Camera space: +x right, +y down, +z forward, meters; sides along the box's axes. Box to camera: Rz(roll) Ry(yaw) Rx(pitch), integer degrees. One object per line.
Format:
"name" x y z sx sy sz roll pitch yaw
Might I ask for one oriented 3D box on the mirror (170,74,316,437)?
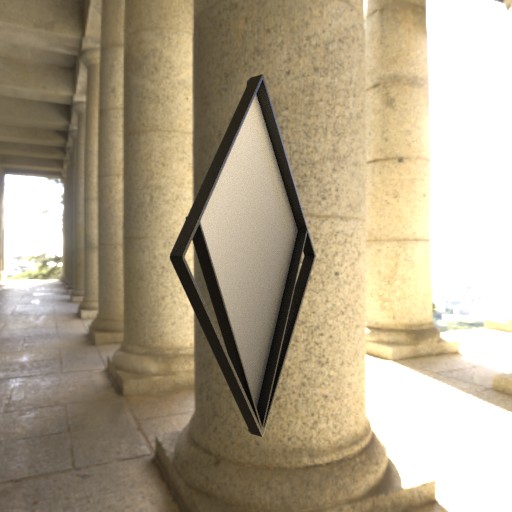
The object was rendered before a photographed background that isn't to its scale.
"mirror" 0.000 0.000 0.838 0.032 0.679 0.419 0 0 36
